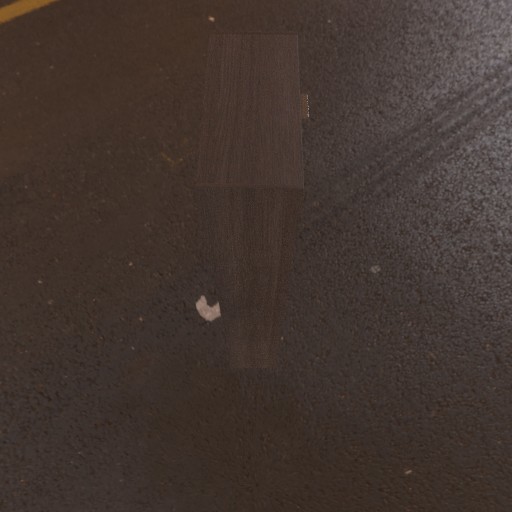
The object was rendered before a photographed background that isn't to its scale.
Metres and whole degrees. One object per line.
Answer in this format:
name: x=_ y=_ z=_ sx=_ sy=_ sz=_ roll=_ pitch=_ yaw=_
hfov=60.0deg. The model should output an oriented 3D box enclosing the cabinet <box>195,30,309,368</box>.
cabinet: x=0.000 y=0.000 z=1.798 sx=0.255 sy=1.630 sz=0.520 roll=1 pitch=62 yaw=0
